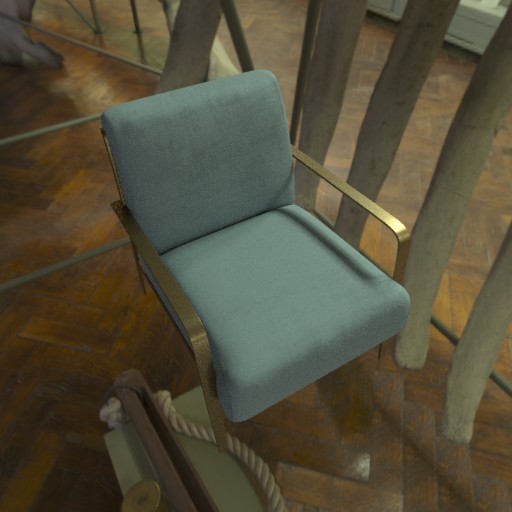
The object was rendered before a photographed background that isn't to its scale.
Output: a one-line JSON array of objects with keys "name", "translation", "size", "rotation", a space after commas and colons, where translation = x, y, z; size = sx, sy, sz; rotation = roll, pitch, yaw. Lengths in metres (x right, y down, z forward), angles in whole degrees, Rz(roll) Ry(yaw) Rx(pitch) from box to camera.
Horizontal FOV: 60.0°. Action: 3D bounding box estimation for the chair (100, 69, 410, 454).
[{"name": "chair", "translation": [0.000, 0.000, 1.453], "size": [0.701, 0.824, 0.842], "rotation": [-23, 50, -21]}]
